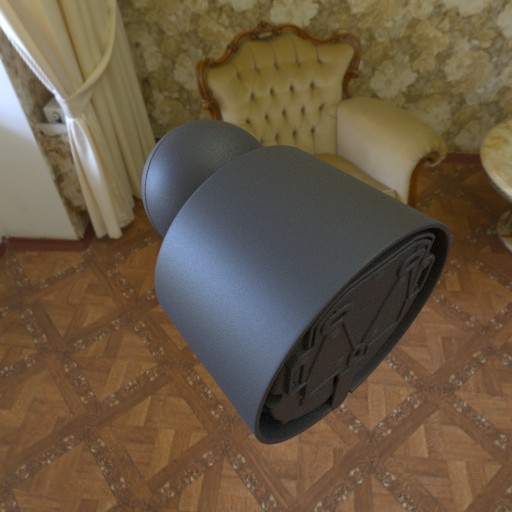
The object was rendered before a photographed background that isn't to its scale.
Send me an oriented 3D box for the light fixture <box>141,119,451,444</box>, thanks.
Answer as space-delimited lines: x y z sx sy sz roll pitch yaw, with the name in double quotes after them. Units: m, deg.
0.000 0.000 0.261 0.134 0.143 0.160 -31 54 -26 "light fixture"
